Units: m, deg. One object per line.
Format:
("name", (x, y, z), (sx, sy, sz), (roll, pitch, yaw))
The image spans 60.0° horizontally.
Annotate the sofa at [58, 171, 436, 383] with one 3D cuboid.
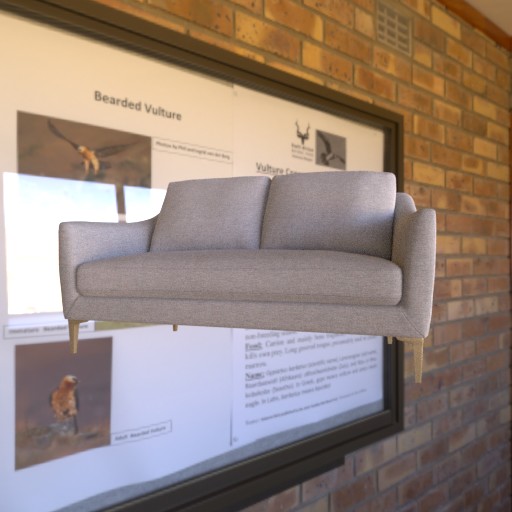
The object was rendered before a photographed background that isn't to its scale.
("sofa", (0.000, 0.000, 2.205), (1.619, 0.904, 0.960), (0, -1, 19))
